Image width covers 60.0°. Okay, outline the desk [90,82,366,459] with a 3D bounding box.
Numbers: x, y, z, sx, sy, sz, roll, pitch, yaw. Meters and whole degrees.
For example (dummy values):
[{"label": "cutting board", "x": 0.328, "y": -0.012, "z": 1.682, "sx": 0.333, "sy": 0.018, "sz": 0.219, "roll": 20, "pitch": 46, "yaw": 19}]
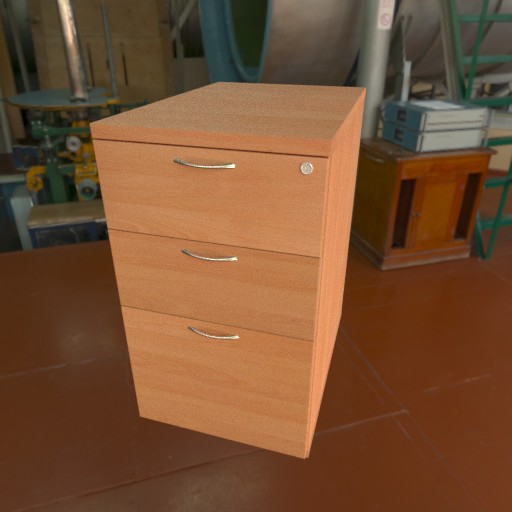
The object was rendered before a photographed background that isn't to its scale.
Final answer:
[{"label": "desk", "x": 0.000, "y": 0.000, "z": 1.099, "sx": 0.404, "sy": 0.730, "sz": 0.600, "roll": 8, "pitch": 29, "yaw": 15}]
